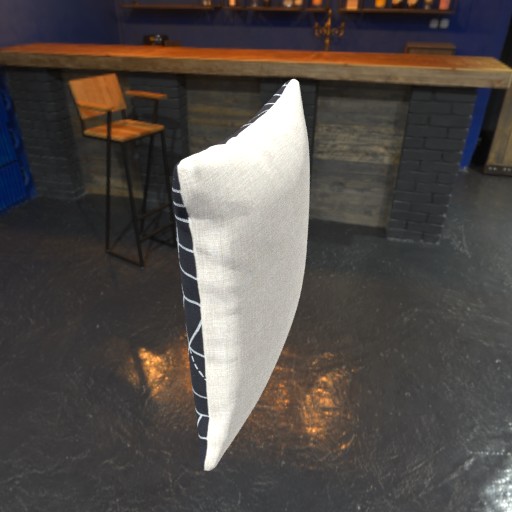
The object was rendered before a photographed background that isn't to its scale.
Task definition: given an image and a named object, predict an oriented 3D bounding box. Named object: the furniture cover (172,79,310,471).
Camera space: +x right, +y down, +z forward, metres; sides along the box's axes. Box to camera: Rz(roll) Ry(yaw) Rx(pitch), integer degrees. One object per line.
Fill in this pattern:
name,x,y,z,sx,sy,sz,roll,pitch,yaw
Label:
furniture cover,0.000,0.000,0.778,0.158,0.508,0.517,9,32,14
